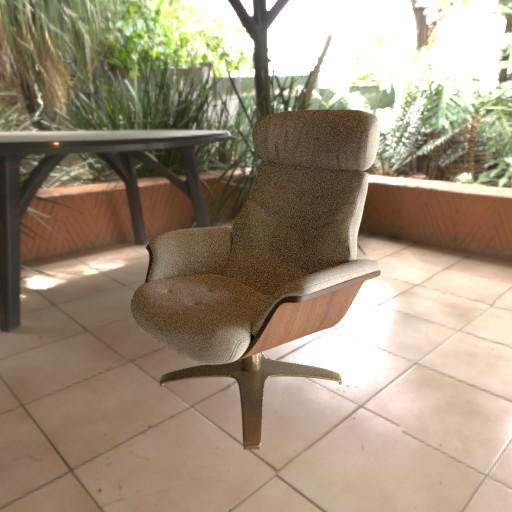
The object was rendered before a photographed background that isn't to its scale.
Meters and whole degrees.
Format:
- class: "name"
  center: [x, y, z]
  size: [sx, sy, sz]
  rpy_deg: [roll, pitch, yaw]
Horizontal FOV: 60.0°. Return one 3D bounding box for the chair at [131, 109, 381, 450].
- class: "chair"
  center: [0.000, 0.000, 1.576]
  size: [0.785, 0.995, 0.837]
  rpy_deg: [17, 24, 42]
